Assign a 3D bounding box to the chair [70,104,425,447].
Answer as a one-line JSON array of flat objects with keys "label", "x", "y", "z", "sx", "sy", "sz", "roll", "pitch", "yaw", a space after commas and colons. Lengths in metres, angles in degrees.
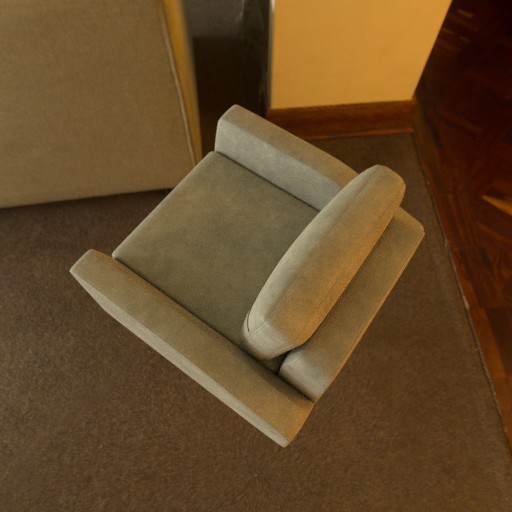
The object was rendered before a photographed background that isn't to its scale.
[{"label": "chair", "x": 0.000, "y": 0.000, "z": 1.587, "sx": 0.900, "sy": 0.800, "sz": 0.900, "roll": 33, "pitch": 68, "yaw": 15}]
